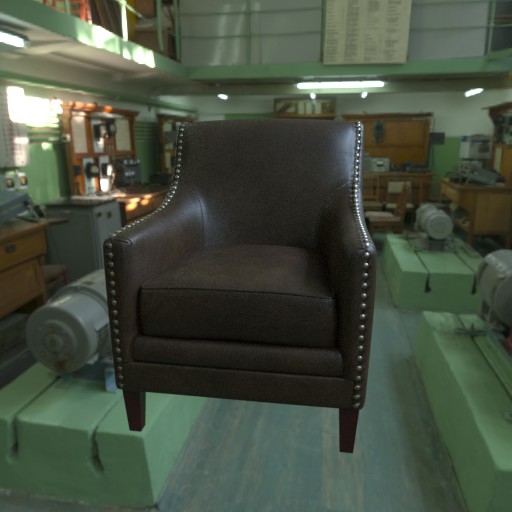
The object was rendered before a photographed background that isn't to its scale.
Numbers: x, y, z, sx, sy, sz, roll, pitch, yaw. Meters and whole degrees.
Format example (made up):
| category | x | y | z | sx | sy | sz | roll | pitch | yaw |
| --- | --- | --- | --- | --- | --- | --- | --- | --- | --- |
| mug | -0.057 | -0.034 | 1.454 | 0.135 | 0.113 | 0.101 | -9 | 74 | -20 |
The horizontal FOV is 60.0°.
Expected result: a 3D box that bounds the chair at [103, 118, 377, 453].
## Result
| category | x | y | z | sx | sy | sz | roll | pitch | yaw |
| --- | --- | --- | --- | --- | --- | --- | --- | --- | --- |
| chair | 0.000 | 0.000 | 1.335 | 0.639 | 0.813 | 0.704 | 2 | 15 | 8 |
